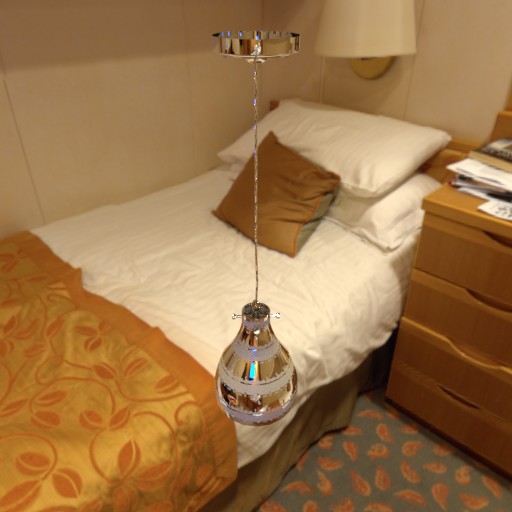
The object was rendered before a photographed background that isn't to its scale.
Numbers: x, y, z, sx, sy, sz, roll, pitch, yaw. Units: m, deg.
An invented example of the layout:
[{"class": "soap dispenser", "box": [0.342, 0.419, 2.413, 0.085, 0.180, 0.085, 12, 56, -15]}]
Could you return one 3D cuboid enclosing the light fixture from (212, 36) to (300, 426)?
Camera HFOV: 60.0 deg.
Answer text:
[{"class": "light fixture", "box": [0.000, 0.000, 1.626, 0.374, 1.457, 0.374, -1, 31, -1]}]
